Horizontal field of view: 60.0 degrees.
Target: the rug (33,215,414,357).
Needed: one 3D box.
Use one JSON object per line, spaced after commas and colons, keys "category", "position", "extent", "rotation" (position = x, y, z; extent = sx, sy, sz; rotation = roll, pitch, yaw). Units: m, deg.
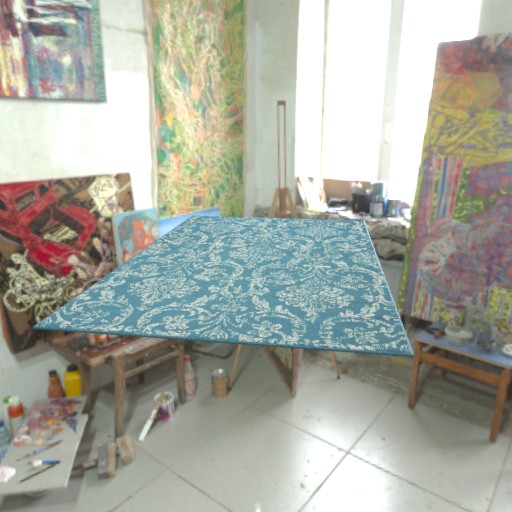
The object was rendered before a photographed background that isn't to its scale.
{"category": "rug", "position": [0.000, 0.000, 3.357], "extent": [1.816, 0.018, 2.746], "rotation": [3, 17, 8]}
